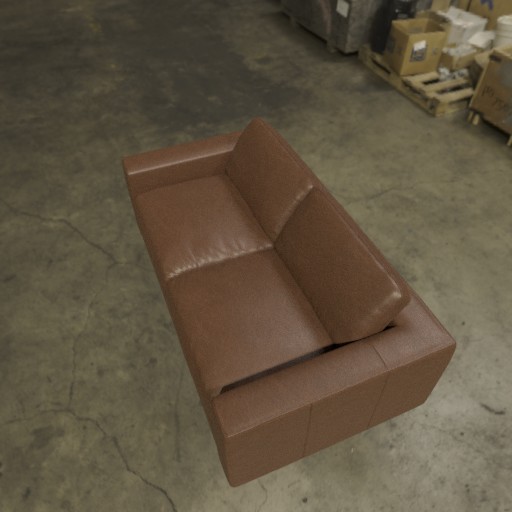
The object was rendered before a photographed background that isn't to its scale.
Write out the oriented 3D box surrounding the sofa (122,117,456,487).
[{"bbox_3d":[0.000,0.000,2.429,1.070,0.800,1.920,-17,49,-15],"label":"sofa"}]
